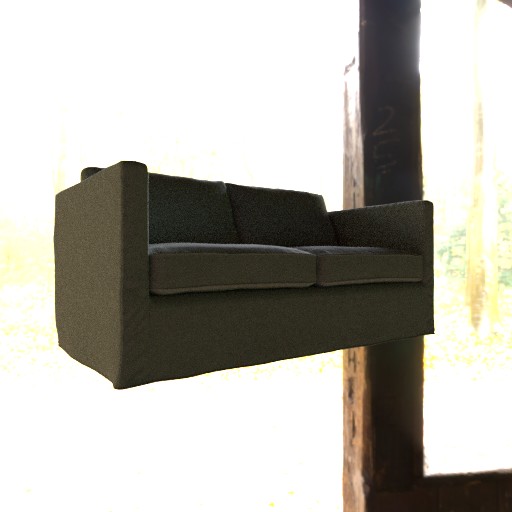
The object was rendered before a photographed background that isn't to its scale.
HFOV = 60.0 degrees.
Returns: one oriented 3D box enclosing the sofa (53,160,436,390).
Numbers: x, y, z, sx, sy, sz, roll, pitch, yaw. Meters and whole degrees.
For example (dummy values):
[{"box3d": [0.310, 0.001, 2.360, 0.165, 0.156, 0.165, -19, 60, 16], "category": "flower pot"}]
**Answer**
[{"box3d": [0.000, 0.000, 2.223, 1.727, 0.830, 0.944, 0, 0, -36], "category": "sofa"}]
